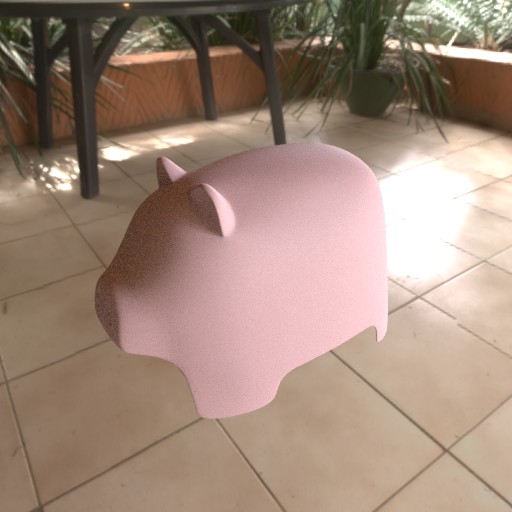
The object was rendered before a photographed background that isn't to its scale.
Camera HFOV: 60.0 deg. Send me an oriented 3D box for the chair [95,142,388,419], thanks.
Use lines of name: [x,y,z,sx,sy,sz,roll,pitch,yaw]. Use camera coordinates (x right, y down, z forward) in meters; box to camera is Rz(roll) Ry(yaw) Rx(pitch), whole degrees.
chair: [0.000,0.000,0.872,0.619,0.423,0.364,-21,38,-30]
